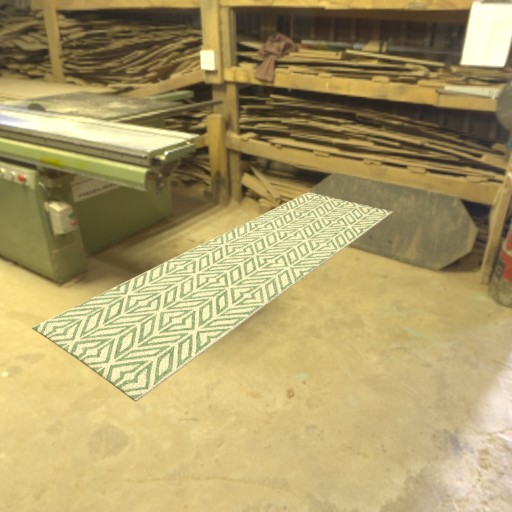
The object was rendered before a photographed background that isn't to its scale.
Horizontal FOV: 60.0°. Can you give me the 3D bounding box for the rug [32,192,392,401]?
[{"bbox_3d":[0.000,0.000,2.709,0.750,0.009,2.435,19,33,33],"label":"rug"}]
